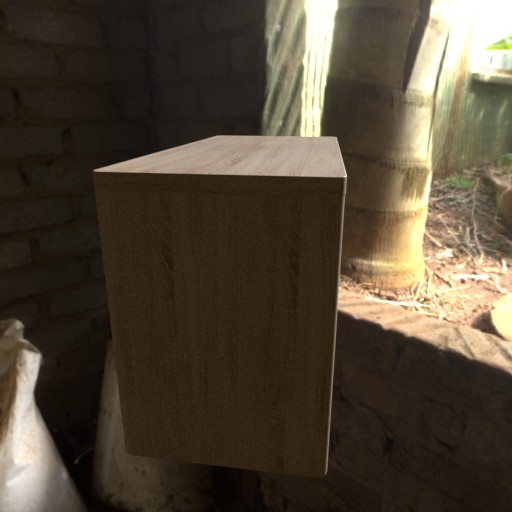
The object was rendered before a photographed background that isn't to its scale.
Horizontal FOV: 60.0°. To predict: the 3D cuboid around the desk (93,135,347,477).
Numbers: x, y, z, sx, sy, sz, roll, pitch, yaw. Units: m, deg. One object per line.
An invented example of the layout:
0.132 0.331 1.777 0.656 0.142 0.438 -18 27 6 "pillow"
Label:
0.000 0.000 1.599 0.550 0.760 1.200 3 19 8 "desk"
